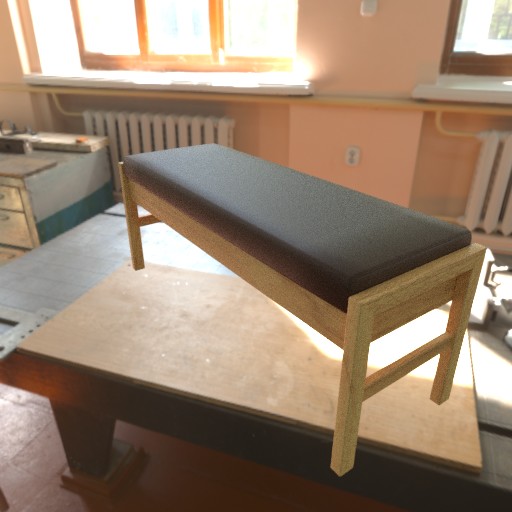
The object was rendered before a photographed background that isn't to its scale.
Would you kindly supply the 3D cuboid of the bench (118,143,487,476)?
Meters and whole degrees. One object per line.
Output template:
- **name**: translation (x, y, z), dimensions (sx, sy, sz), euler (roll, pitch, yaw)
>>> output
- **bench**: translation (0.000, 0.000, 1.404), dimensions (0.405, 0.480, 1.200), euler (-17, 31, -31)
